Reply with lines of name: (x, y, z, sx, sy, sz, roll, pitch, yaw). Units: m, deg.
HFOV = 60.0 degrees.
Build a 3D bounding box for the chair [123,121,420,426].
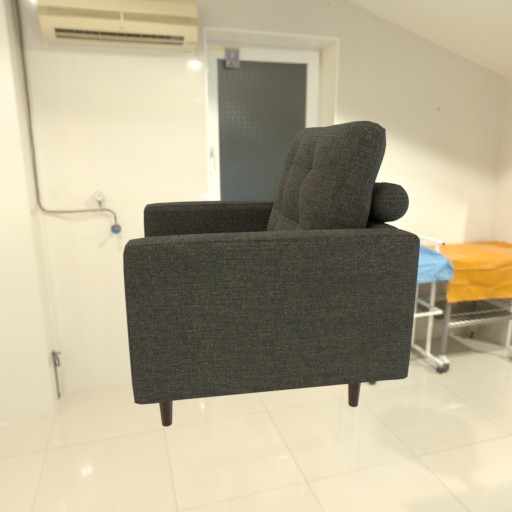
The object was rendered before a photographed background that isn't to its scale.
chair: (0.000, 0.000, 1.544, 0.843, 0.880, 0.821, -2, 14, -10)
